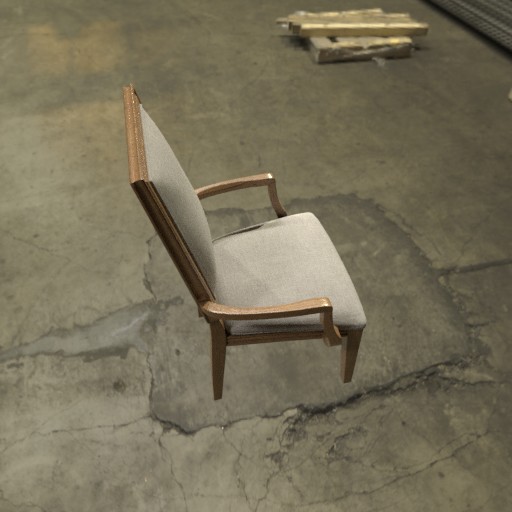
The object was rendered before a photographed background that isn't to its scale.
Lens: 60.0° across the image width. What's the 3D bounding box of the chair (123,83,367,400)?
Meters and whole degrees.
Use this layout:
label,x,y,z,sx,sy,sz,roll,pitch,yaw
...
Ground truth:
label,x,y,z,sx,sy,sz,roll,pitch,yaw
chair,0.000,0.000,1.396,0.602,0.990,0.606,-10,47,-9
